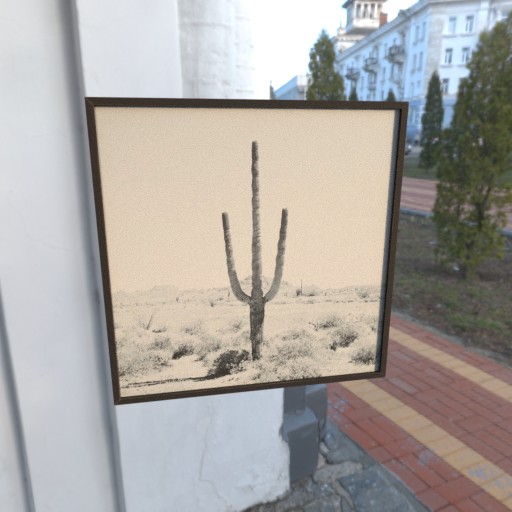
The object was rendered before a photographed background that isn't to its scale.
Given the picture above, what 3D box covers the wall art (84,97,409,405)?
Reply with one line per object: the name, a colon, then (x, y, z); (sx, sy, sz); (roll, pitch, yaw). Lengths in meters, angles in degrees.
wall art: (0.000, 0.000, 1.144); (0.762, 0.762, 0.038); (-3, 15, -10)
